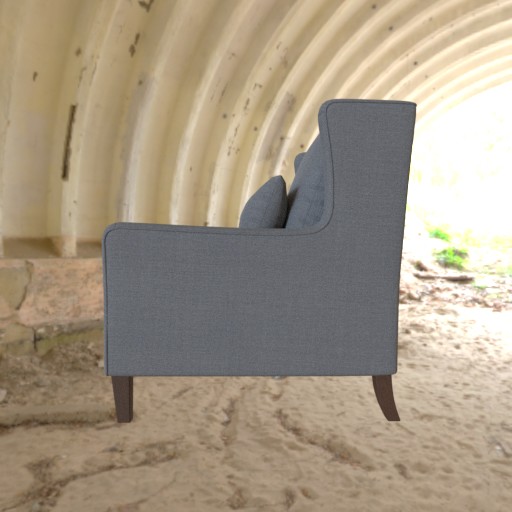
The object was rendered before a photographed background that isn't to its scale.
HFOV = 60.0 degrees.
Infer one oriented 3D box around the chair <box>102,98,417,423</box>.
[{"bbox_3d":[0.000,0.000,1.796,1.040,1.056,0.866,0,1,-1],"label":"chair"}]
